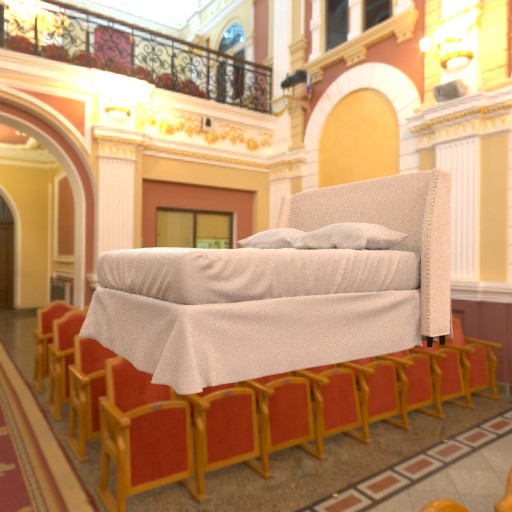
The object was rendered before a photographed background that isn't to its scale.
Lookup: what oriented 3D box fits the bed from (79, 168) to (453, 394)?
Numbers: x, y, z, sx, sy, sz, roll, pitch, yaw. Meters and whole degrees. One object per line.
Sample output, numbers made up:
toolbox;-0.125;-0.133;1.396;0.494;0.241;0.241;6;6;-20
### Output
bed;0.000;0.000;3.457;2.276;1.332;1.925;0;0;-34
